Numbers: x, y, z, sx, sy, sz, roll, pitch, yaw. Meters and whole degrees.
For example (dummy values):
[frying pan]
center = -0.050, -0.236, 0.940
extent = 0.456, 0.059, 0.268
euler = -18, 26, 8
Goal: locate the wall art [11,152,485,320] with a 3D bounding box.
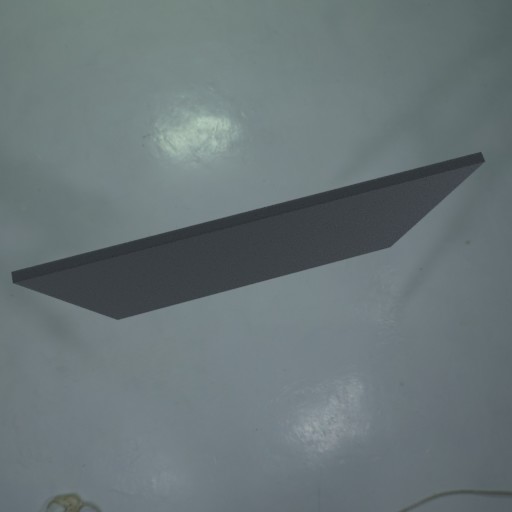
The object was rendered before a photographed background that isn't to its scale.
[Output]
[wall art]
center = 0.000, 0.000, 1.195
extent = 0.964, 0.659, 0.049
euler = -13, 76, -3
